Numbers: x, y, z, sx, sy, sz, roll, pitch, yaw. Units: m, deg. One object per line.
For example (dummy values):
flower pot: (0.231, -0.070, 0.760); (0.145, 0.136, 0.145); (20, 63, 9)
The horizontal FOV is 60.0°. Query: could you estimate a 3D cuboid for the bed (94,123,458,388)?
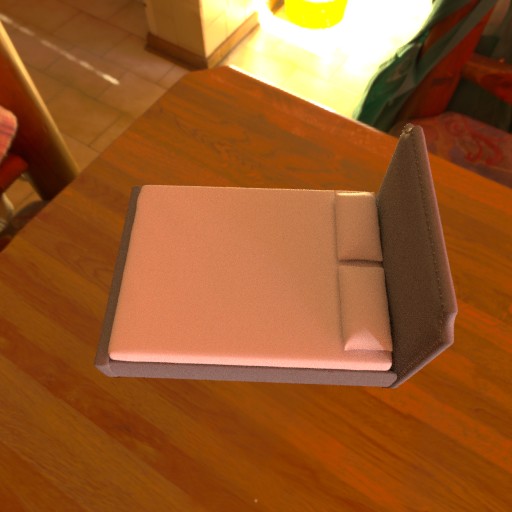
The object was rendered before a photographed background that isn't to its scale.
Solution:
bed: (0.000, 0.000, 3.455); (2.372, 1.443, 1.712); (2, 61, 1)
